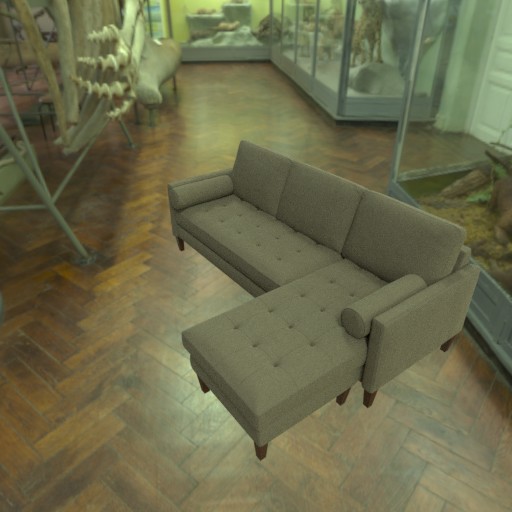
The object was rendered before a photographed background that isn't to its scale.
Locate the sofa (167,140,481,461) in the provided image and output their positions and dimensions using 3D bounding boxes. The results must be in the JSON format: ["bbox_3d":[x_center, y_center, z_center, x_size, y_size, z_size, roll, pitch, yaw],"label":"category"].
[{"bbox_3d":[0.000,0.000,2.892,1.506,0.875,2.178,-21,37,-31],"label":"sofa"}]
